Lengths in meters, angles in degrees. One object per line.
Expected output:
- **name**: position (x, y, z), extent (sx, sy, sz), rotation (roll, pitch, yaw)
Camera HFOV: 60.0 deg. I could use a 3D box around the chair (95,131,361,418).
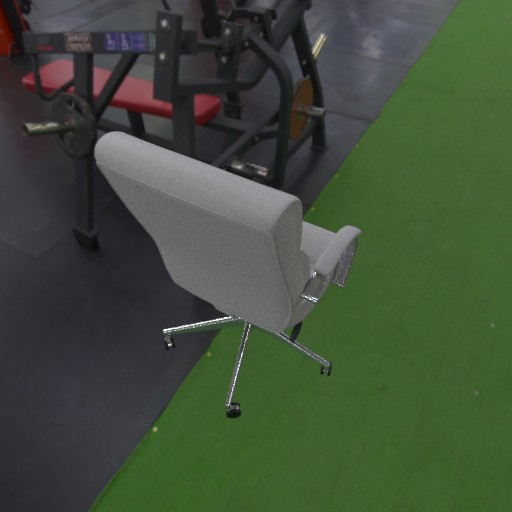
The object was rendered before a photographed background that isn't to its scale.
- **chair**: position (0.000, 0.000, 1.606), extent (0.727, 1.099, 0.745), rotation (24, 51, 21)
